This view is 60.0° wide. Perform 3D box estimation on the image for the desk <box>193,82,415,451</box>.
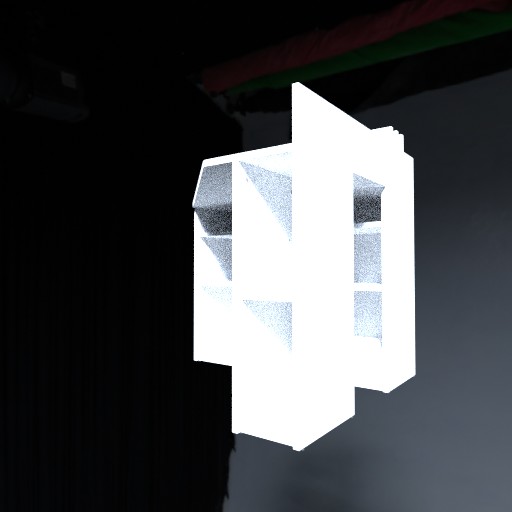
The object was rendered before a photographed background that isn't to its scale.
[{"bbox_3d":[0.000,0.000,1.737,0.940,0.986,0.940,-1,-2,36],"label":"desk"}]
